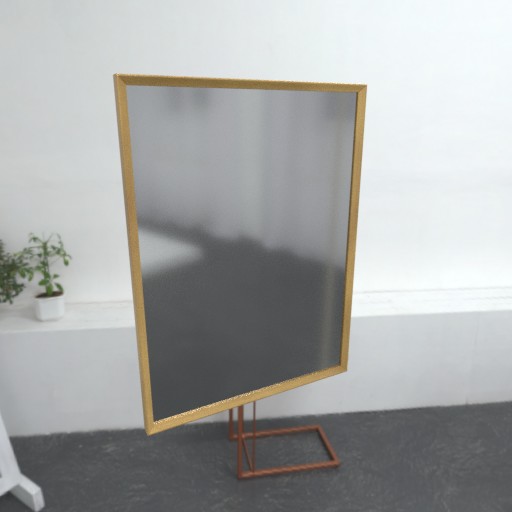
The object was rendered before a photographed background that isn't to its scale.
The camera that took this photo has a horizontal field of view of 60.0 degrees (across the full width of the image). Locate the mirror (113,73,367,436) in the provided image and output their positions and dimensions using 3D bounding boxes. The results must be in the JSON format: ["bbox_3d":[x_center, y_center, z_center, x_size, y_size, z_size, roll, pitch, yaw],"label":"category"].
[{"bbox_3d":[0.000,0.000,1.374,0.762,1.016,0.041,-9,20,-27],"label":"mirror"}]
